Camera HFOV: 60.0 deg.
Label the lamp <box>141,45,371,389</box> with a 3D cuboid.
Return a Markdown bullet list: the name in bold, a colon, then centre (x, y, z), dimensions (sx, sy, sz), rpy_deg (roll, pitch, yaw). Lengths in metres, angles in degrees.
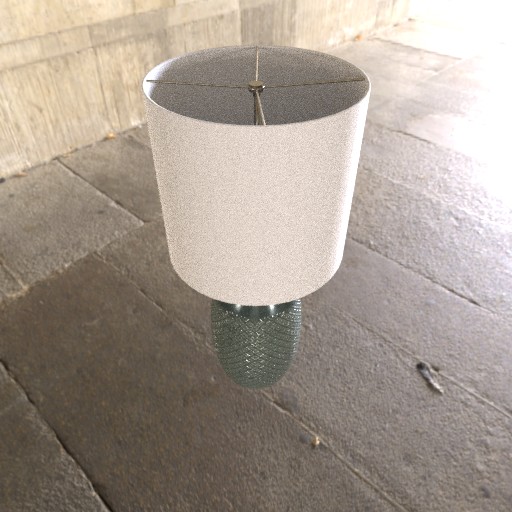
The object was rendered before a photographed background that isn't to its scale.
- **lamp**: centre (0.000, 0.000, 0.574), dimensions (0.217, 0.453, 0.217), rpy_deg (-1, 41, -1)
